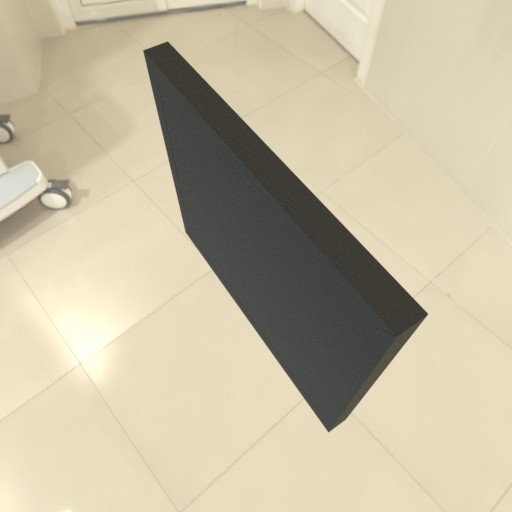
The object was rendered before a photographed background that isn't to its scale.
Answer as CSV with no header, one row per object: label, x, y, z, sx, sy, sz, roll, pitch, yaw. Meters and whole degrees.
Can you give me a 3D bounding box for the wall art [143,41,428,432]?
wall art,0.000,0.000,0.523,0.029,0.330,0.381,-30,62,-17
